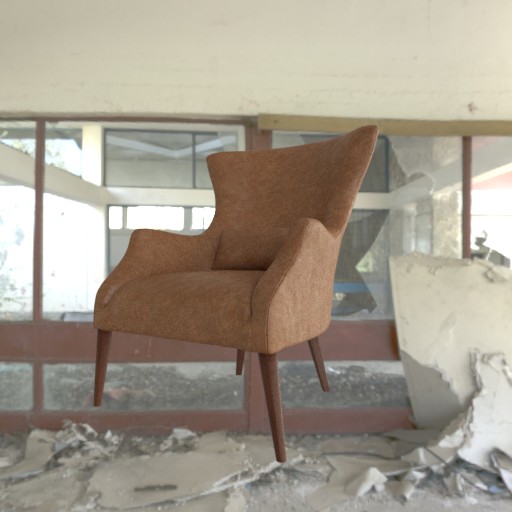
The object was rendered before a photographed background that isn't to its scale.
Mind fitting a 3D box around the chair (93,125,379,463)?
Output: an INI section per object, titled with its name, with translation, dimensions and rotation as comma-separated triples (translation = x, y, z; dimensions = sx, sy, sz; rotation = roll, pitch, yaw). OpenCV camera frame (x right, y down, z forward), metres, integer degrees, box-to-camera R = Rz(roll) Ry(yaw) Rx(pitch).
[chair]
translation = 0.000, 0.000, 1.731
dimensions = 0.846, 1.067, 0.955
rotation = 0, -1, 35
